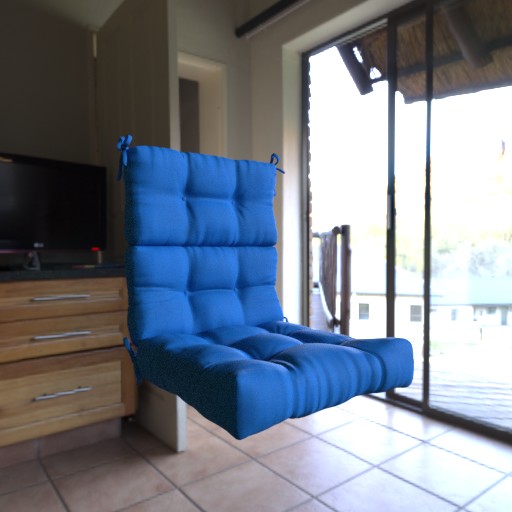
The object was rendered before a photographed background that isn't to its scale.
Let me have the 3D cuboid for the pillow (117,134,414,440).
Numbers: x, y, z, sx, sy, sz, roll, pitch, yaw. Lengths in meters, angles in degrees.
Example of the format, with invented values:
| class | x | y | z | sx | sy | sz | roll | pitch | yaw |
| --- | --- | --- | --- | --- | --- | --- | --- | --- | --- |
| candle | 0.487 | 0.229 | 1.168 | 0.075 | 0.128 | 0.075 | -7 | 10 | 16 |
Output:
| class | x | y | z | sx | sy | sz | roll | pitch | yaw |
| --- | --- | --- | --- | --- | --- | --- | --- | --- | --- |
| pillow | 0.000 | 0.000 | 1.047 | 0.519 | 0.605 | 0.571 | -1 | 1 | -36 |
